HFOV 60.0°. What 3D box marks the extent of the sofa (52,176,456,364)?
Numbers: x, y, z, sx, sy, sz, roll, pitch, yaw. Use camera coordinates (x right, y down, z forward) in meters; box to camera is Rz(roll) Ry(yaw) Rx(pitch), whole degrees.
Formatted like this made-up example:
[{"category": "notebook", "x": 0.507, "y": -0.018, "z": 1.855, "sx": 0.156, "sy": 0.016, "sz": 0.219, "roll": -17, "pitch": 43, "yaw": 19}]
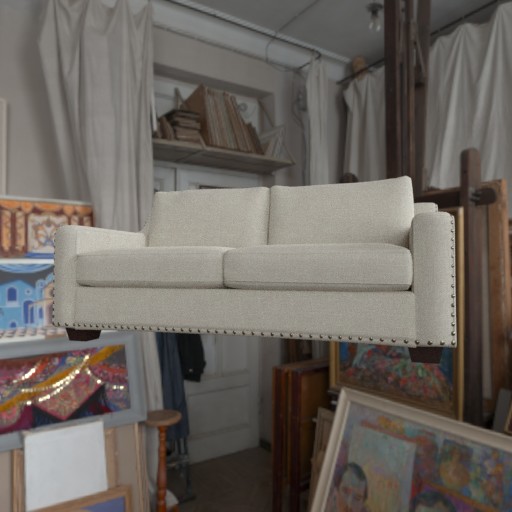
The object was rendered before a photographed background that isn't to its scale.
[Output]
[{"category": "sofa", "x": 0.000, "y": 0.000, "z": 2.676, "sx": 2.107, "sy": 0.983, "sz": 1.104, "roll": -1, "pitch": -2, "yaw": 18}]
